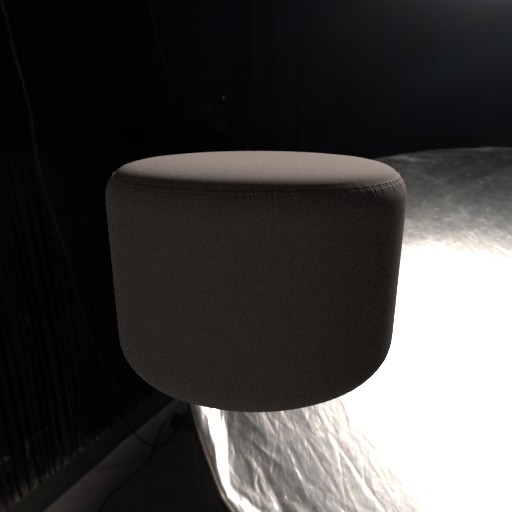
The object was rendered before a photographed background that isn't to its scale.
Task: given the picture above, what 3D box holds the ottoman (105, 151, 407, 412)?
[{"bbox_3d":[0.000,0.000,0.982,0.608,0.433,0.608,0,17,0],"label":"ottoman"}]
